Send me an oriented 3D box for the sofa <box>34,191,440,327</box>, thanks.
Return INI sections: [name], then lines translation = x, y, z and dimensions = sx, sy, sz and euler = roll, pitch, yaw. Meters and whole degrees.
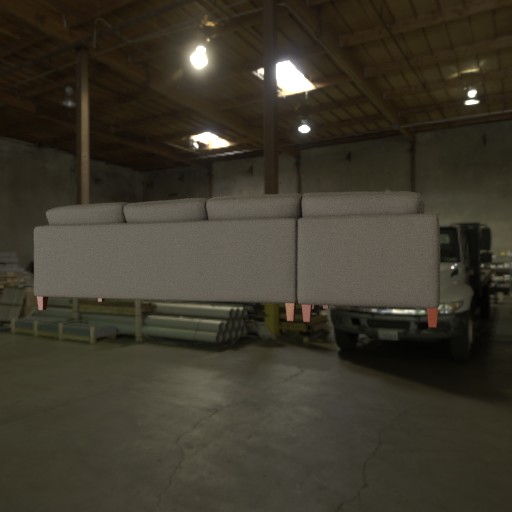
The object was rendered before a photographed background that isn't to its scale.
[sofa]
translation = 0.000, 0.000, 4.533
dimensions = 3.302, 0.947, 2.593
euler = 0, 0, 18
